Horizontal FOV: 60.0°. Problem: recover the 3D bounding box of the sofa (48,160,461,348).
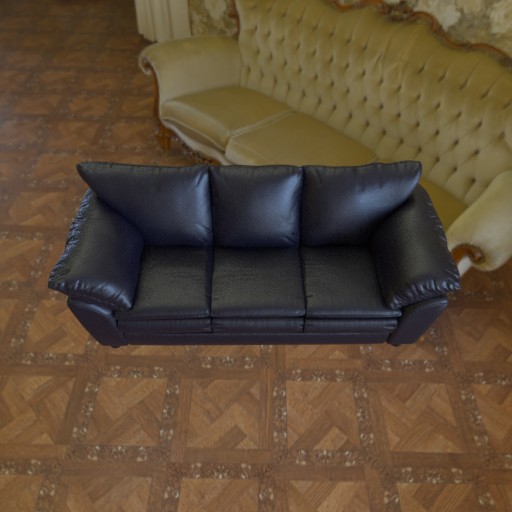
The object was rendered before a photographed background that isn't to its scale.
[{"bbox_3d":[0.000,0.000,2.898,2.336,1.073,0.880,0,47,0],"label":"sofa"}]
